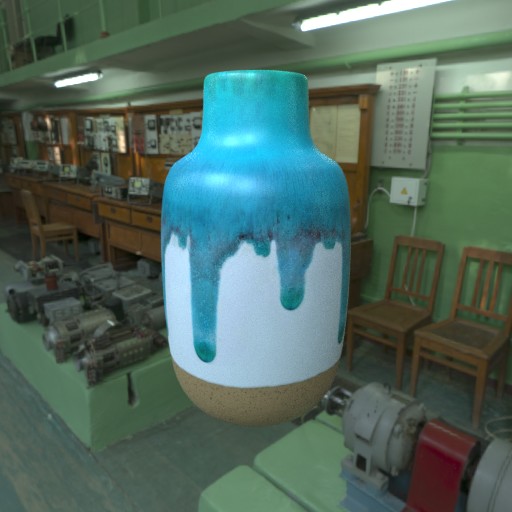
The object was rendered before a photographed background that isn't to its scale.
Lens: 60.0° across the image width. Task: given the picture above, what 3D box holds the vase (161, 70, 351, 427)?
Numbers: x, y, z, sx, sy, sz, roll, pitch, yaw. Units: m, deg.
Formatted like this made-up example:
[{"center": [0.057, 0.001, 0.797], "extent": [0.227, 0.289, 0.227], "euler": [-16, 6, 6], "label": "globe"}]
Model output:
[{"center": [0.000, 0.000, 0.254], "extent": [0.106, 0.192, 0.106], "euler": [0, 15, 0], "label": "vase"}]
